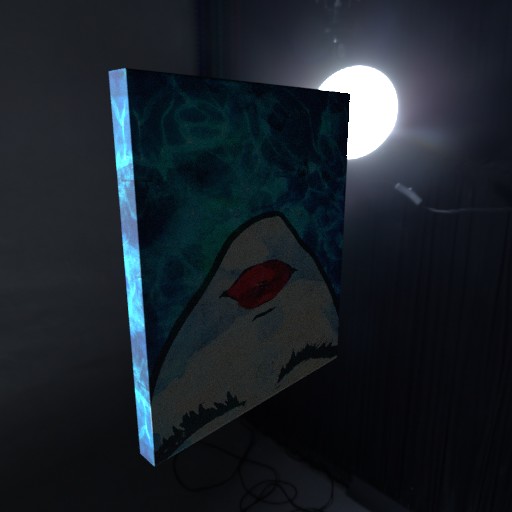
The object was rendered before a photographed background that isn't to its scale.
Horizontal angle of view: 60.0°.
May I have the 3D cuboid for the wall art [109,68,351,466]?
[{"bbox_3d":[0.000,0.000,0.700,0.038,0.508,0.432,15,21,43],"label":"wall art"}]
